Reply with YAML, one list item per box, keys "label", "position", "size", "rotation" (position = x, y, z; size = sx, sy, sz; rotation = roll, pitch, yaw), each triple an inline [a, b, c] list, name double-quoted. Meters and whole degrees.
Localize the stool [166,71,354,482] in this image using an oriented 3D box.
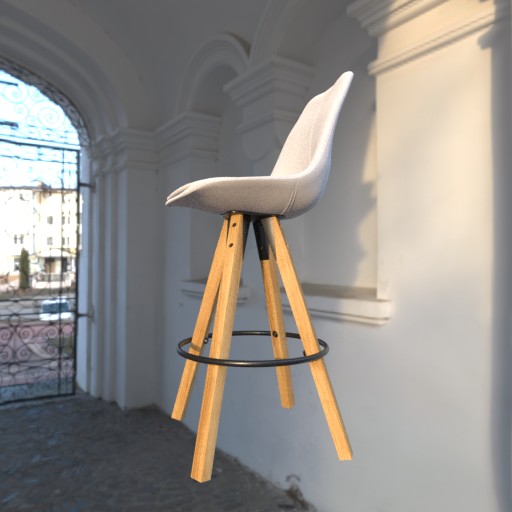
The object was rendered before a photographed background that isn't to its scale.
- label: "stool"
  position: [0.000, 0.000, 1.371]
  size: [0.550, 1.115, 0.484]
  rotation: [0, 0, -17]
